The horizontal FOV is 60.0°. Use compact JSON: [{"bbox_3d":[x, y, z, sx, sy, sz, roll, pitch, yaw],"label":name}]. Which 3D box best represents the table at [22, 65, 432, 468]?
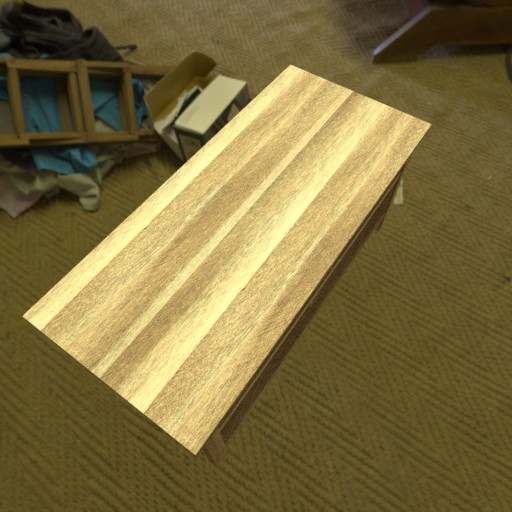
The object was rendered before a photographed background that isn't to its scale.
[{"bbox_3d":[0.000,0.000,1.343,0.493,0.480,1.095,31,63,18],"label":"table"}]
